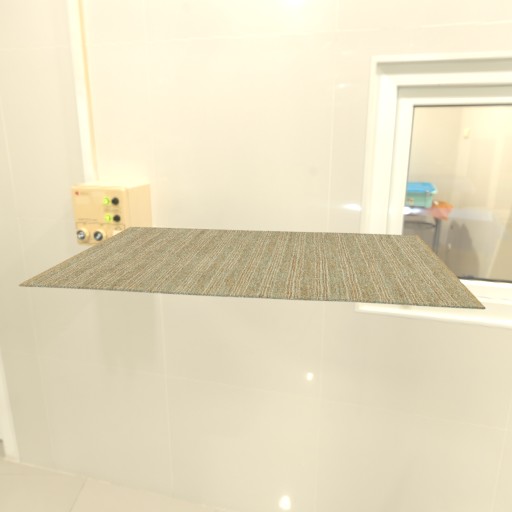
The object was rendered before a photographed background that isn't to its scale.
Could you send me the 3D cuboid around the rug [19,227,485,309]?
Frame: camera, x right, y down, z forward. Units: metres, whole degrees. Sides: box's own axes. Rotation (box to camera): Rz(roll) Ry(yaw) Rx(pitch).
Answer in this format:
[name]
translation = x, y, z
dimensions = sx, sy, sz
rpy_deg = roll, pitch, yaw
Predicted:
[rug]
translation = 0.000, 0.000, 3.027
dimensions = 2.448, 0.012, 1.540
rpy_deg = 2, 16, 7
